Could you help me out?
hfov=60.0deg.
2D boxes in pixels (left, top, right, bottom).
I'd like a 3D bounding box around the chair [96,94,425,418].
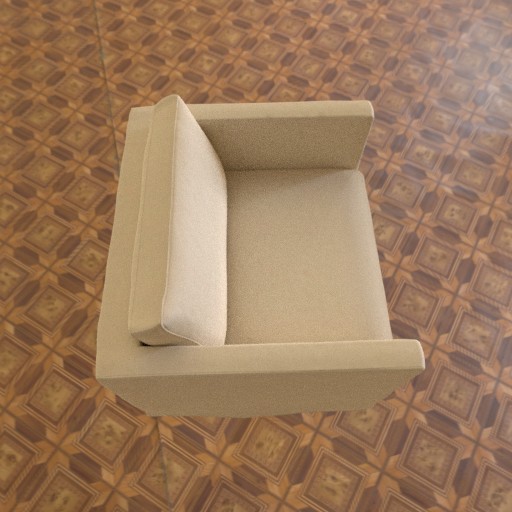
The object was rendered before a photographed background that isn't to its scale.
[{"bbox_3d":[0.000,0.000,1.688,0.947,0.851,1.057,-2,63,-1],"label":"chair"}]
